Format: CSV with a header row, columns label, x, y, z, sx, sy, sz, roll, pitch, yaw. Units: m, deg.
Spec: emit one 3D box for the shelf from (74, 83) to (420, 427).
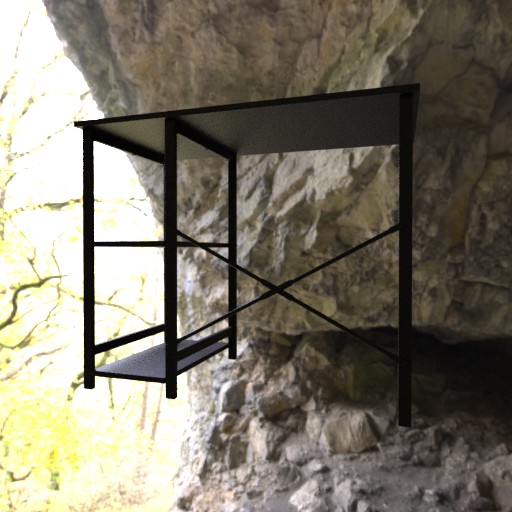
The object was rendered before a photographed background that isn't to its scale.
label,x,y,z,sx,sy,sz,roll,pitch,yaw
shelf,0.000,0.000,1.328,0.902,0.749,0.498,0,1,18
